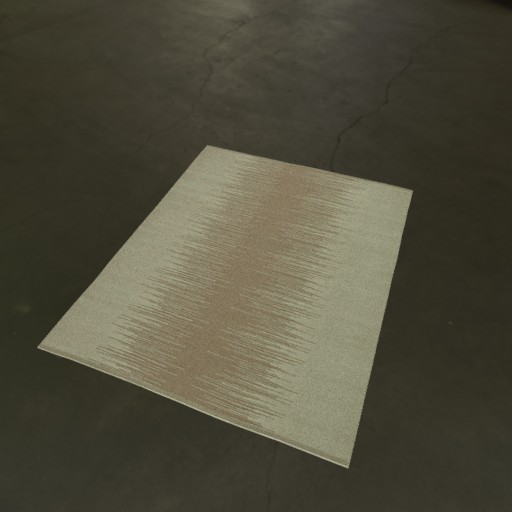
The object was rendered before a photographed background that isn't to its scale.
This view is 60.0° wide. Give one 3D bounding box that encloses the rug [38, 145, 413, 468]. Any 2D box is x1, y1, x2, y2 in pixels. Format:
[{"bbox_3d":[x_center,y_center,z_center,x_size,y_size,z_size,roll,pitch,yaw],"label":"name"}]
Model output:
[{"bbox_3d":[0.000,0.000,4.090,2.438,0.013,3.048,16,48,14],"label":"rug"}]
